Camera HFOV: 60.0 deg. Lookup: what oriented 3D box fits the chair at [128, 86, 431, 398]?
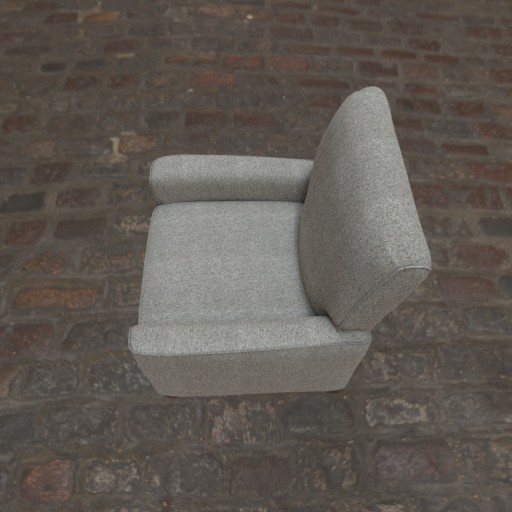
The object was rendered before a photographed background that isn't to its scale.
[{"bbox_3d":[0.000,0.000,1.636,0.858,1.028,0.841,-1,58,-1],"label":"chair"}]
